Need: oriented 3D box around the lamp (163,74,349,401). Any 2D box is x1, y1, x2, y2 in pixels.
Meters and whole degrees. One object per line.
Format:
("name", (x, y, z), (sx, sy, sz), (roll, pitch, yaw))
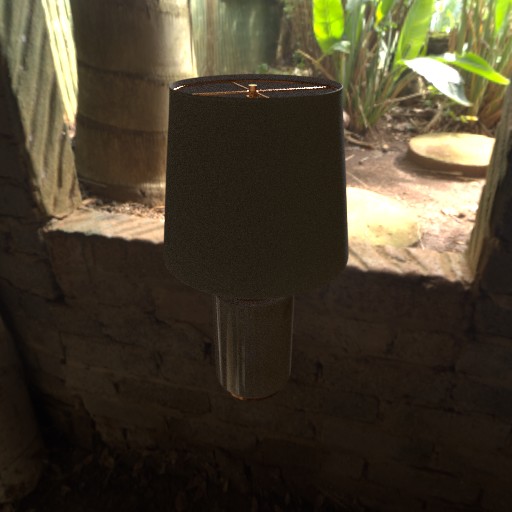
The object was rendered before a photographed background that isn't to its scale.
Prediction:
("lamp", (0.000, 0.000, 0.465), (0.189, 0.340, 0.189), (0, 29, 0))
